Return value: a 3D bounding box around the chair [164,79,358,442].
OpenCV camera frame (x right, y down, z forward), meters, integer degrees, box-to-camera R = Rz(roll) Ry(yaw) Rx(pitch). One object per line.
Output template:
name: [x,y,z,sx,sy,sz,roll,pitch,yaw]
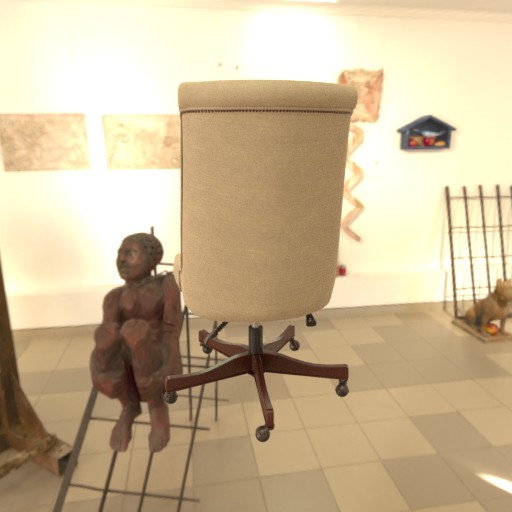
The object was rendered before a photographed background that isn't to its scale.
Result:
chair: [0.000,0.000,1.452,0.645,1.010,0.696,-3,15,-9]
